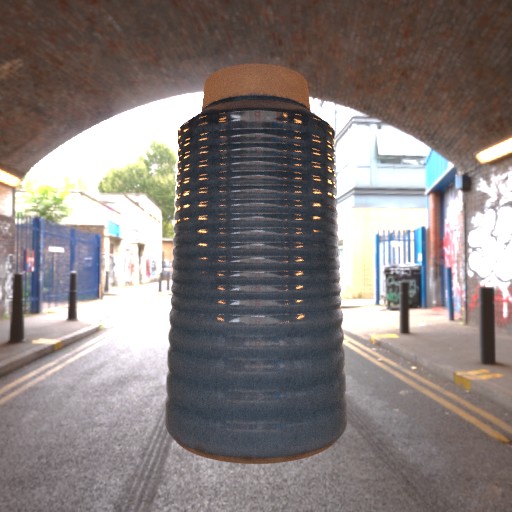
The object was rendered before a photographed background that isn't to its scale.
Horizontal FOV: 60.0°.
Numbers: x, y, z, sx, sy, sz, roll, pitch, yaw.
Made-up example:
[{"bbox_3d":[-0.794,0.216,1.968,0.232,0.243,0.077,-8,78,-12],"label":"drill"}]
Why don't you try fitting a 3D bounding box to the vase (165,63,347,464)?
[{"bbox_3d":[0.000,0.000,0.409,0.163,0.316,0.163,0,-2,0],"label":"vase"}]
